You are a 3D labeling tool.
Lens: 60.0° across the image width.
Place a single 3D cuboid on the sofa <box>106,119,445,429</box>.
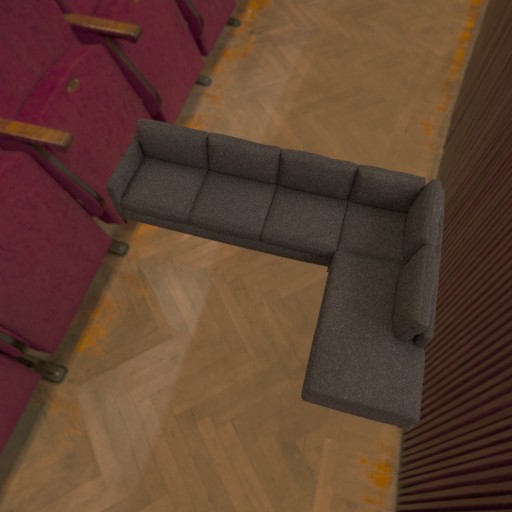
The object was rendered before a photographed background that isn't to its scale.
[{"bbox_3d":[0.000,0.000,3.767,2.949,0.815,2.007,14,60,8],"label":"sofa"}]
